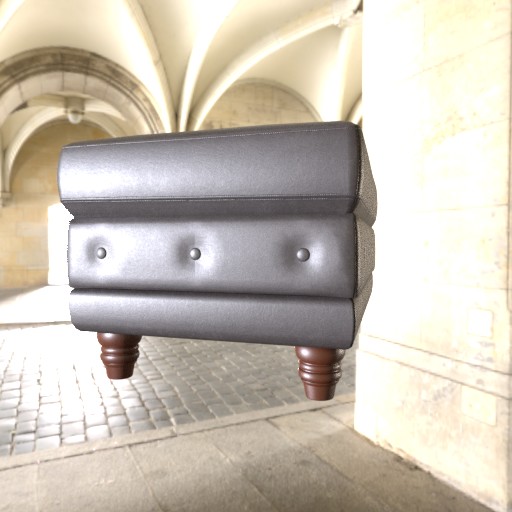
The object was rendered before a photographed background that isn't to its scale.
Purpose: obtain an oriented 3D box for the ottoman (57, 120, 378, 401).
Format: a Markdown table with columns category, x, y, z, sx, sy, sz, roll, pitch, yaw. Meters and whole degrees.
| category | x | y | z | sx | sy | sz | roll | pitch | yaw |
| --- | --- | --- | --- | --- | --- | --- | --- | --- | --- |
| ottoman | 0.000 | 0.000 | 1.154 | 0.590 | 0.498 | 0.795 | 1 | 2 | 17 |
